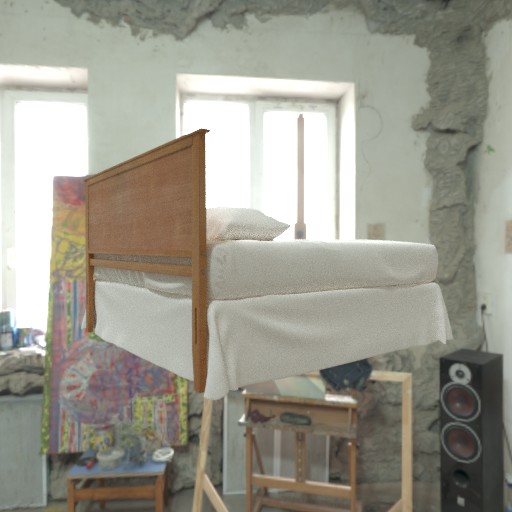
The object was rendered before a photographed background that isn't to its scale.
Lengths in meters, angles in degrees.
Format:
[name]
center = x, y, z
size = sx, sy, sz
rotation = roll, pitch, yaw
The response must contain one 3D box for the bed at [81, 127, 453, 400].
[bed]
center = 0.000, 0.000, 3.564
size = 2.215, 1.270, 2.317
rotation = -1, 1, -36
